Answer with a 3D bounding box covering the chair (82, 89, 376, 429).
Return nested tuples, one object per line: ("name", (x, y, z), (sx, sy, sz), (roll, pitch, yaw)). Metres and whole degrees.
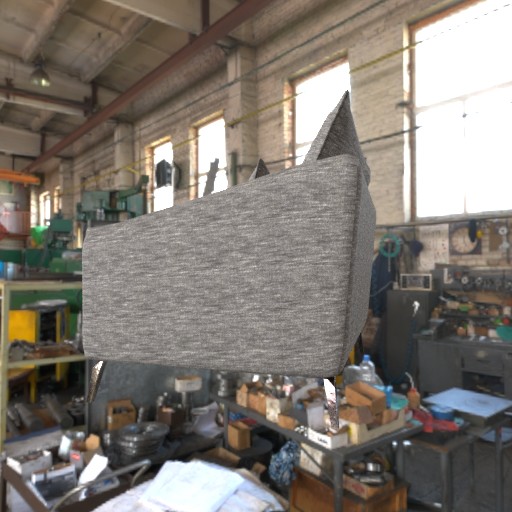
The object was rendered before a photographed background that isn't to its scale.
("chair", (0.000, 0.000, 1.597), (0.805, 0.842, 1.004), (0, -1, 17))
